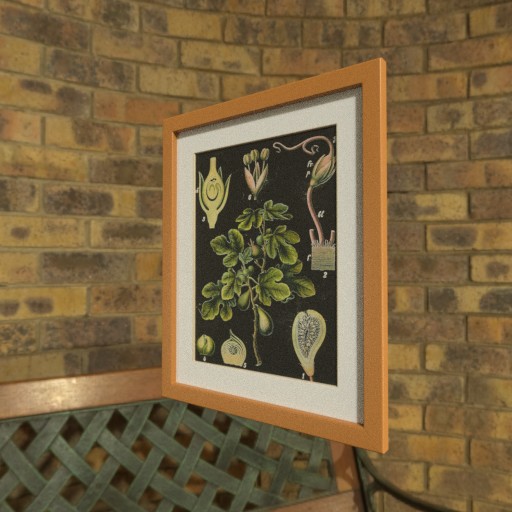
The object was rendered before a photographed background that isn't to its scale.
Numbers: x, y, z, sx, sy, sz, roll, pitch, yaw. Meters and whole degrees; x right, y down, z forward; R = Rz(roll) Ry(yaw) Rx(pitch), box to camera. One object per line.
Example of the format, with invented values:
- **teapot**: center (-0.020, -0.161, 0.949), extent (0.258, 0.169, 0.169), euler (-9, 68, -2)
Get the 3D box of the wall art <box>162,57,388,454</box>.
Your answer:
- **wall art**: center (0.000, 0.000, 0.520), extent (0.310, 0.379, 0.015), euler (-1, -1, 37)
